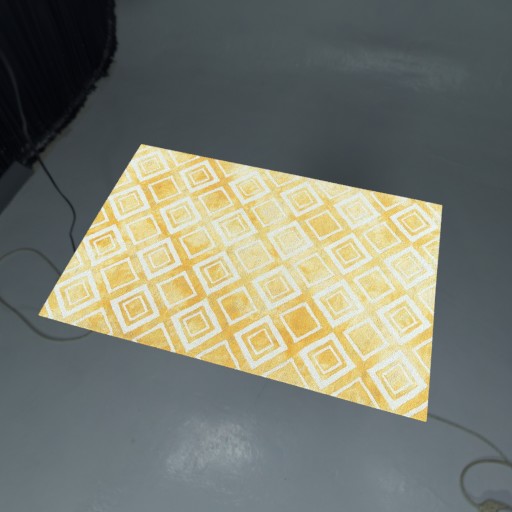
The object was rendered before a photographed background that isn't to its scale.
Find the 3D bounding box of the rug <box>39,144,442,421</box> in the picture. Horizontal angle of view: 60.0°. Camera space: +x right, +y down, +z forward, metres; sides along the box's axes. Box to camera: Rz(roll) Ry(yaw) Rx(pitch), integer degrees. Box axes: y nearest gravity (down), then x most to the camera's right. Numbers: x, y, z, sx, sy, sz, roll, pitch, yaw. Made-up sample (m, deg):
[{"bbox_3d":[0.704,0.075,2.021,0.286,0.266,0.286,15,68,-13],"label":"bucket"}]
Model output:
[{"bbox_3d":[0.000,0.000,2.304,1.829,0.010,1.213,13,58,8],"label":"rug"}]
